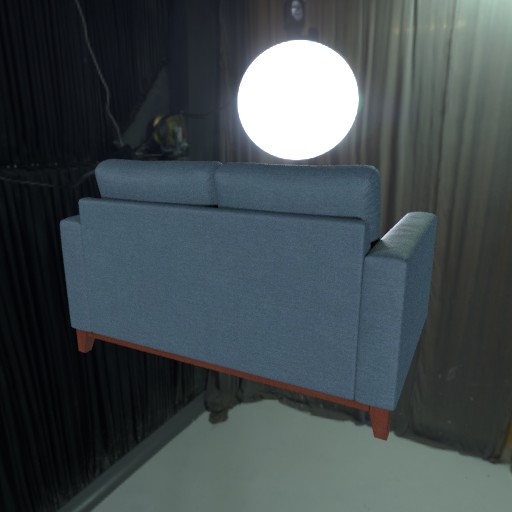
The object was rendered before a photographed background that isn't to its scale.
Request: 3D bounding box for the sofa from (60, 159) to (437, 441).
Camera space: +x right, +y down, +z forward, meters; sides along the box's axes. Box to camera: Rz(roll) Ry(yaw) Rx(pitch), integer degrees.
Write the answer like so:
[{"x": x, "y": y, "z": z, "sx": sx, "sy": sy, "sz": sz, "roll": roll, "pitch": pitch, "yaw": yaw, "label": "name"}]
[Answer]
[{"x": 0.000, "y": 0.000, "z": 2.088, "sx": 1.489, "sy": 0.903, "sz": 0.955, "roll": 7, "pitch": 17, "yaw": 26, "label": "sofa"}]
